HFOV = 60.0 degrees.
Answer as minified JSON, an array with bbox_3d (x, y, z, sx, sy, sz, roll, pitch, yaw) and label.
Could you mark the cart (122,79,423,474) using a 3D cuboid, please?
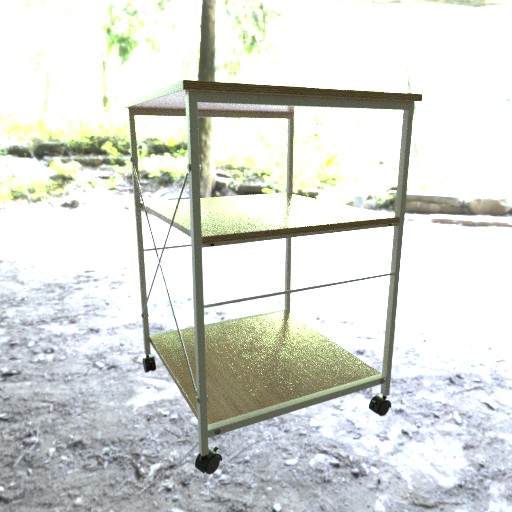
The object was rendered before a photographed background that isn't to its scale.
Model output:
[{"bbox_3d":[0.000,0.000,1.135,0.520,0.762,0.521,-7,16,-26],"label":"cart"}]
